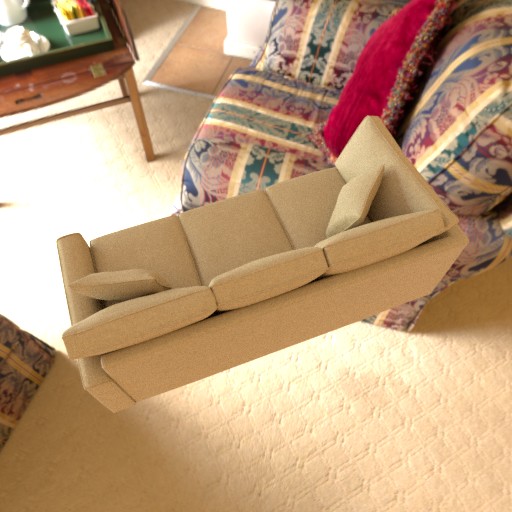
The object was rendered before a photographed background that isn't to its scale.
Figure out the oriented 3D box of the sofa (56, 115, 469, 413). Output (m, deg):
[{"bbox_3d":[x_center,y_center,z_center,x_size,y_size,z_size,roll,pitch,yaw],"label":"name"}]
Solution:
[{"bbox_3d":[0.000,0.000,2.873,2.317,0.962,1.061,-18,60,-11],"label":"sofa"}]
